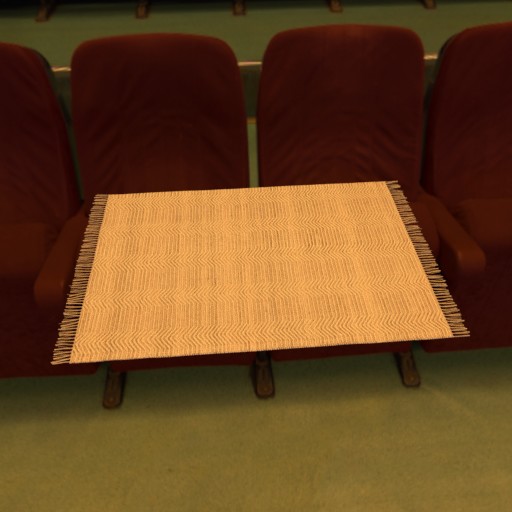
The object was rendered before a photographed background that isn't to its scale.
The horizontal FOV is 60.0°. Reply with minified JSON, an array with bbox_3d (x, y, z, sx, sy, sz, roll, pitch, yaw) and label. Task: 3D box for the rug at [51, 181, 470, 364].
[{"bbox_3d":[0.000,0.000,2.516,2.021,0.027,1.224,-3,47,-3],"label":"rug"}]
